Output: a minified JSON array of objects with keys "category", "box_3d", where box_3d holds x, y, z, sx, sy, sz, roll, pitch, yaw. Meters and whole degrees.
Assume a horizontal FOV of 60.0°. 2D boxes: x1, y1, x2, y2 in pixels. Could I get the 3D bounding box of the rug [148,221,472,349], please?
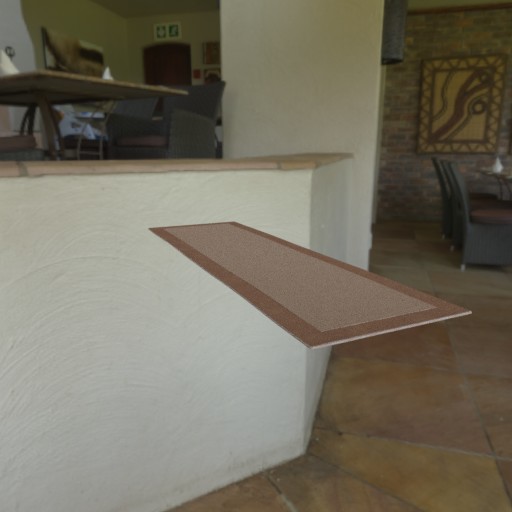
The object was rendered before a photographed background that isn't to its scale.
[{"category":"rug","box_3d":[0.000,0.000,2.670,0.767,0.012,2.430,-7,15,-25]}]
